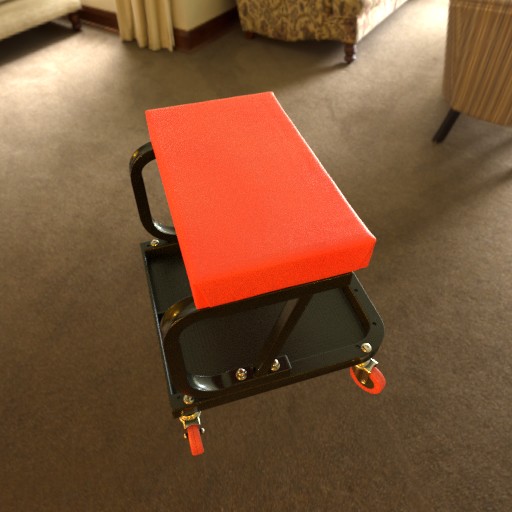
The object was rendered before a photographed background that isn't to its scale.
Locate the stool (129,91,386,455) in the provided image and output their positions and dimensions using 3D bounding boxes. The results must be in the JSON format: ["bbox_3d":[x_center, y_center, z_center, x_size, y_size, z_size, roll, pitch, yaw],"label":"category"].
[{"bbox_3d":[0.000,0.000,0.735,0.371,0.380,0.446,-13,48,-12],"label":"stool"}]
